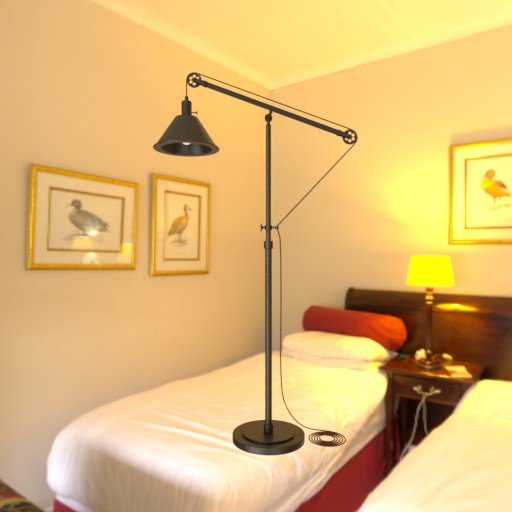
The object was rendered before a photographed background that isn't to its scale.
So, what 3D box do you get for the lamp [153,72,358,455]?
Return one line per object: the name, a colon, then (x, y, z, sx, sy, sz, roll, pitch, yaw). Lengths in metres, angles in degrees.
lamp: (0.000, 0.000, 1.964, 0.904, 1.626, 0.319, 0, 0, -1)
